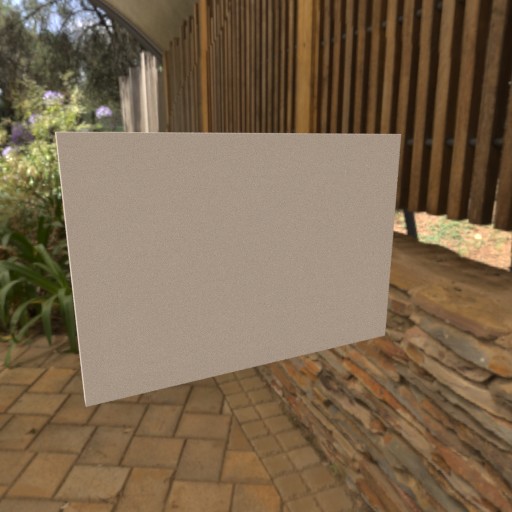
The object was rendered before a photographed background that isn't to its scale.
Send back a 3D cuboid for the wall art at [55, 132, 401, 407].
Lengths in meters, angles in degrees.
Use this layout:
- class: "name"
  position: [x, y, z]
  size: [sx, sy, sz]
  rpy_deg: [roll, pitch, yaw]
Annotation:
- class: "wall art"
  position: [0.000, 0.000, 1.691]
  size: [1.308, 0.902, 0.051]
  rpy_deg: [-7, 16, -25]
